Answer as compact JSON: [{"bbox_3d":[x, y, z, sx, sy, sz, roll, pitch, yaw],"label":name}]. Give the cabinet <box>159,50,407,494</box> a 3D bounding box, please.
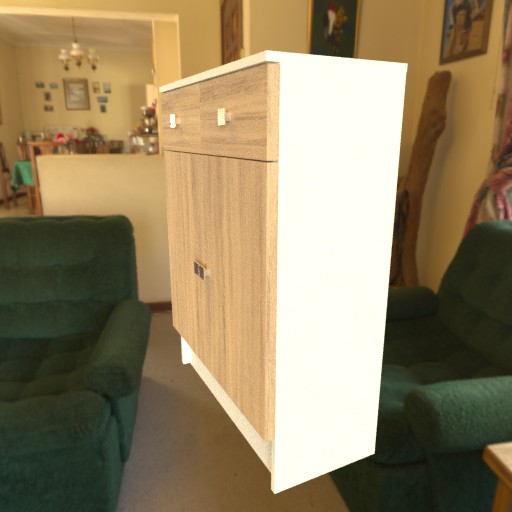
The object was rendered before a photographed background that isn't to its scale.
[{"bbox_3d":[0.000,0.000,1.084,0.296,0.815,0.600,-8,17,-26],"label":"cabinet"}]
